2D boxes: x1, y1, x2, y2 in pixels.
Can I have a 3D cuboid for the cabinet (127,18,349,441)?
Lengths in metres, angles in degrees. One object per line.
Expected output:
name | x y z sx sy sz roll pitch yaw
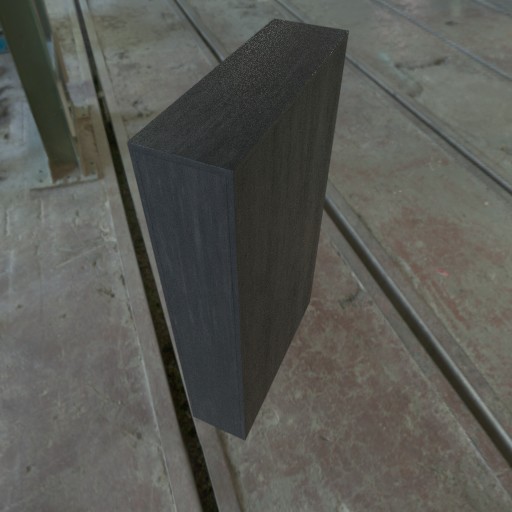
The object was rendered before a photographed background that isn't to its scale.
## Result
cabinet | 0.000 0.000 1.544 0.250 1.280 0.750 18 49 17
